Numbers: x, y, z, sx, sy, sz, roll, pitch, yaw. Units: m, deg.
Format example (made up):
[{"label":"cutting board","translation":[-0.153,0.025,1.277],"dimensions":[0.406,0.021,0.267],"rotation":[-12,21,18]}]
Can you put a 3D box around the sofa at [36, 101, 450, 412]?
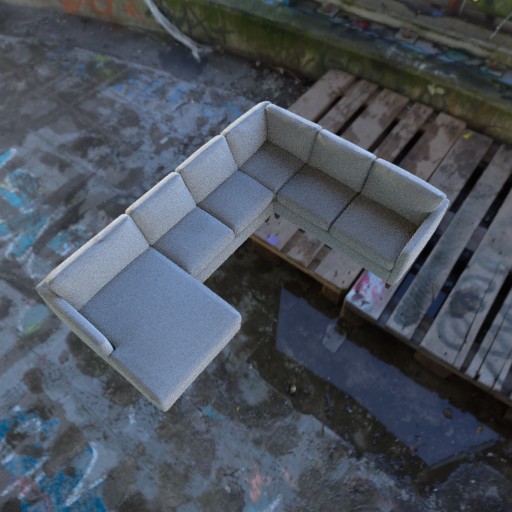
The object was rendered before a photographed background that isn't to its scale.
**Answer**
[{"label":"sofa","translation":[0.000,0.000,4.623],"dimensions":[2.593,0.959,3.460],"rotation":[34,64,20]}]
